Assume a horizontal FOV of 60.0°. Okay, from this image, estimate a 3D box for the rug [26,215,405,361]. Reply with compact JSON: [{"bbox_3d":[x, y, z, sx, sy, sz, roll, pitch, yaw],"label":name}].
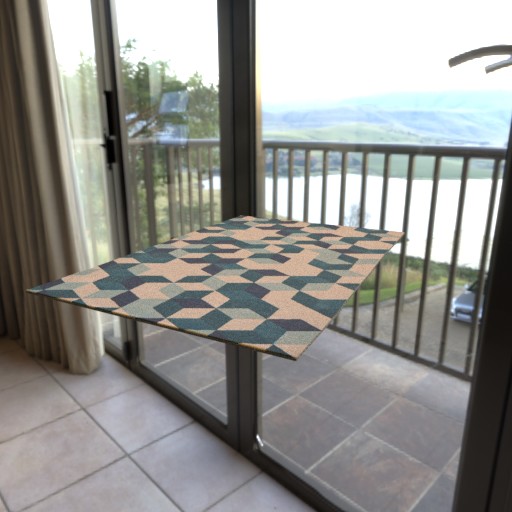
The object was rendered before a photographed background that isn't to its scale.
[{"bbox_3d":[0.000,0.000,2.356,1.235,0.014,1.829,8,18,26],"label":"rug"}]
